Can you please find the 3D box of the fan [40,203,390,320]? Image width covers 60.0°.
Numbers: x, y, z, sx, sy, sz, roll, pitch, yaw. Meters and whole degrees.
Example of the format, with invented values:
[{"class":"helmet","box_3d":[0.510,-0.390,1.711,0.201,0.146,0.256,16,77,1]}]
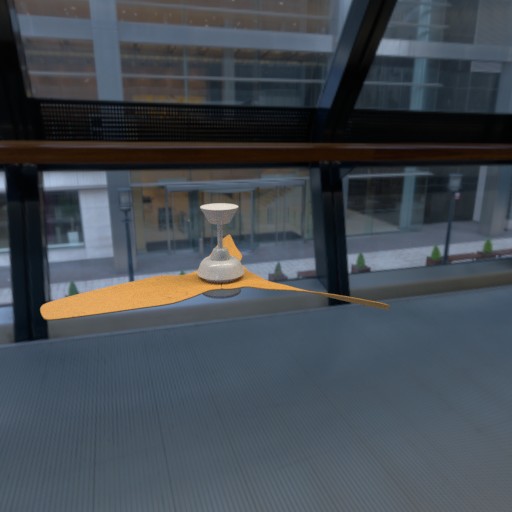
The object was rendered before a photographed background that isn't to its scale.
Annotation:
[{"class":"fan","box_3d":[0.000,0.000,1.670,1.010,0.355,1.142,8,18,25]}]
